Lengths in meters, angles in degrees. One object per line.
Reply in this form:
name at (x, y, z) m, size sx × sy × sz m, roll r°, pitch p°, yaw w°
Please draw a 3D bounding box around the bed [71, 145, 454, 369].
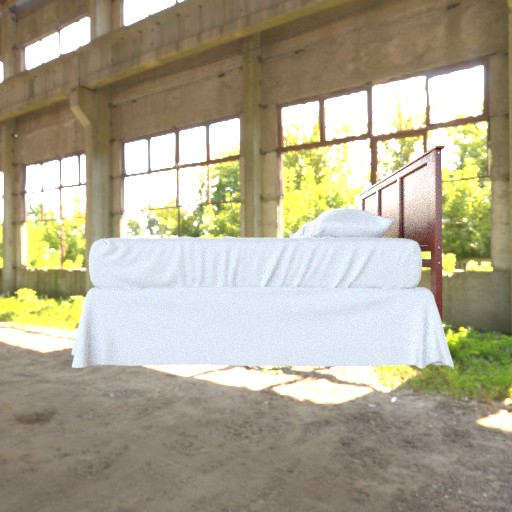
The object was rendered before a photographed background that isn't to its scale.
bed at (0.000, 0.000, 3.535) m, size 2.219 × 1.271 × 2.314 m, roll 0°, pitch 0°, yaw 0°
